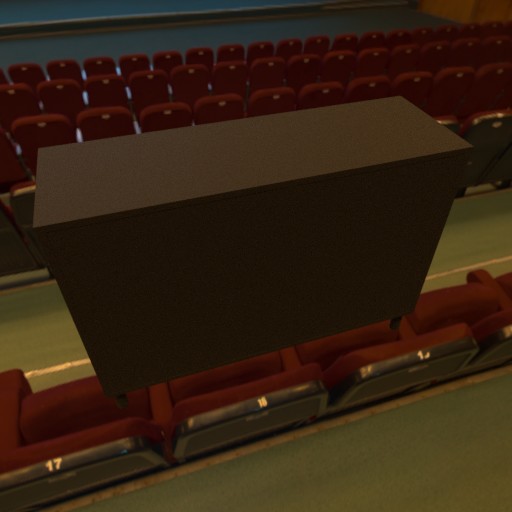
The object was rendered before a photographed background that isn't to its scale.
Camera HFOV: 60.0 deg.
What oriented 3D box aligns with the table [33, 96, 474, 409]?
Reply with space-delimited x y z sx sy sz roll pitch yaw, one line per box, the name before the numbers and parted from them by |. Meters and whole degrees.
table | 0.000 0.000 1.573 1.200 0.855 0.400 -13 43 -14
